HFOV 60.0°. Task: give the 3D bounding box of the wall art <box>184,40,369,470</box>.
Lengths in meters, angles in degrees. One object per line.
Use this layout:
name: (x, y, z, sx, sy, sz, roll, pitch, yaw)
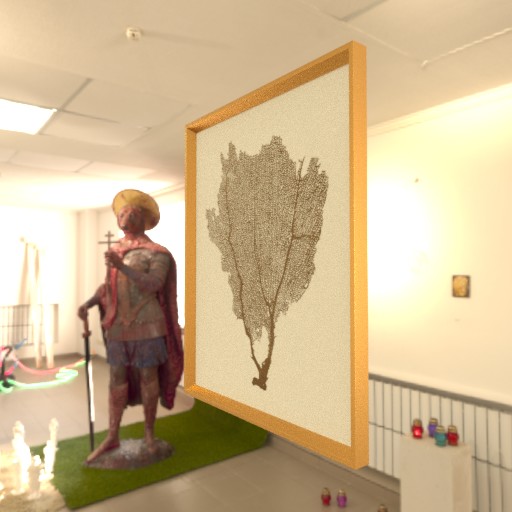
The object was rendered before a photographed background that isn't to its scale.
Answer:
wall art: (0.000, 0.000, 1.036, 0.038, 0.762, 0.610, 1, -2, -38)
